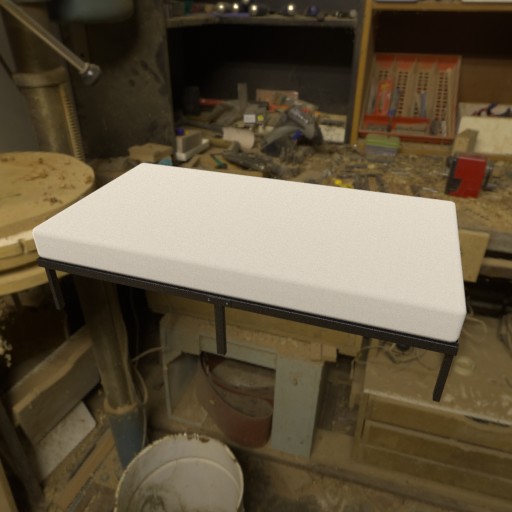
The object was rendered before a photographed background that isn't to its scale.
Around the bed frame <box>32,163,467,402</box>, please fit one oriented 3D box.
[{"bbox_3d":[0.000,0.000,3.206,2.635,0.680,1.393,10,33,16],"label":"bed frame"}]
